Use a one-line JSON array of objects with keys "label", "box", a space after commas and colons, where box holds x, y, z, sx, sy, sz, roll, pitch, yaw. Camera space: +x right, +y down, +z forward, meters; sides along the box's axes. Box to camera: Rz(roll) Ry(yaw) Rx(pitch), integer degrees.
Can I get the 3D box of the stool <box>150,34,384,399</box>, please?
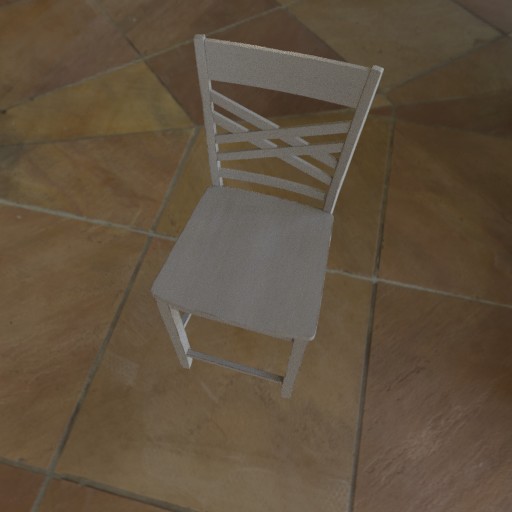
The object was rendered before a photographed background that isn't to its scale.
[{"label": "stool", "box": [0.000, 0.000, 1.381, 0.462, 1.079, 0.539, 14, 60, 8]}]
